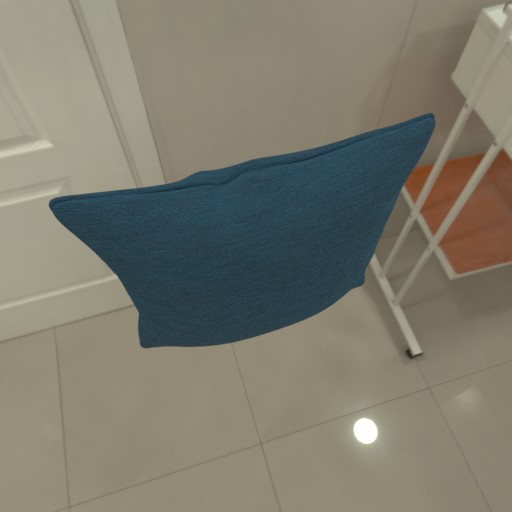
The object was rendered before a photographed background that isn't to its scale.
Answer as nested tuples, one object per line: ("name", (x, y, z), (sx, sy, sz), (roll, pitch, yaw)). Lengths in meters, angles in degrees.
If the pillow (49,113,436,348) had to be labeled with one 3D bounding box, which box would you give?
("pillow", (0.000, 0.000, 0.652), (0.437, 0.420, 0.177), (-15, 60, -9))
